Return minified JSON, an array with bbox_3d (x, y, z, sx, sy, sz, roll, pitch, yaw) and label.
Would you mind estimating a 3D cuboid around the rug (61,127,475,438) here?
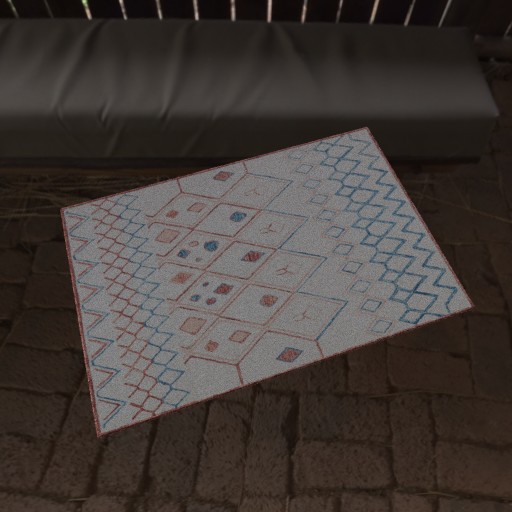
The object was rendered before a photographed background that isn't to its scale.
[{"bbox_3d":[0.000,0.000,2.277,1.829,0.016,1.219,-17,64,-8],"label":"rug"}]
